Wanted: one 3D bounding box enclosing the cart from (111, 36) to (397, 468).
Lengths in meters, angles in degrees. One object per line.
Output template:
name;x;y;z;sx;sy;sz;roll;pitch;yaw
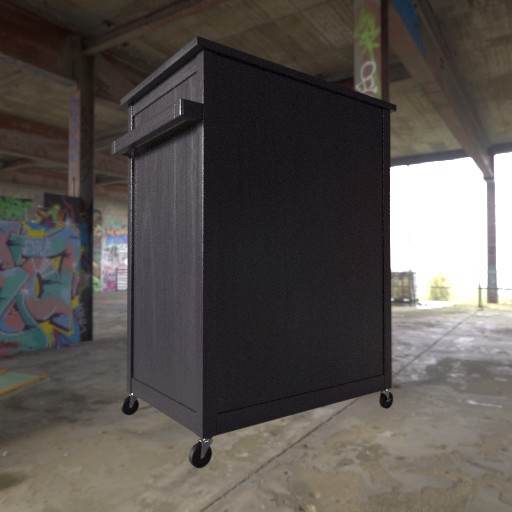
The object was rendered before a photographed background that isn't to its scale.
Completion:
cart;0.000;0.000;1.256;0.690;0.878;0.449;1;-1;-37
